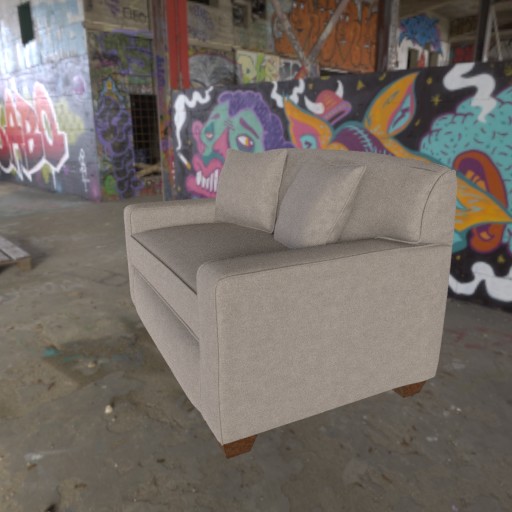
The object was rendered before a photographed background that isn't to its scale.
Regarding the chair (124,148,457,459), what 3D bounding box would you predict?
[{"bbox_3d":[0.000,0.000,2.059,0.992,0.953,1.395,-8,18,-25],"label":"chair"}]
